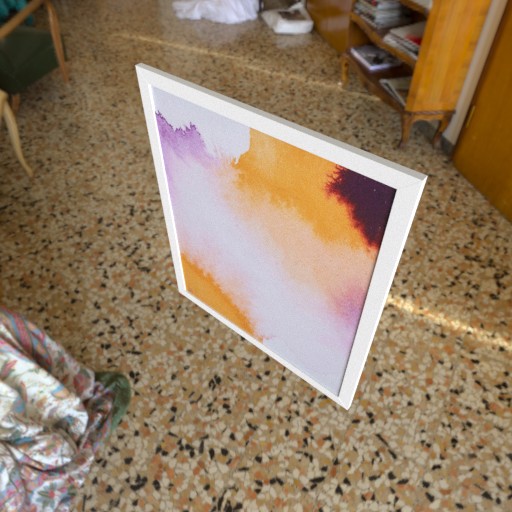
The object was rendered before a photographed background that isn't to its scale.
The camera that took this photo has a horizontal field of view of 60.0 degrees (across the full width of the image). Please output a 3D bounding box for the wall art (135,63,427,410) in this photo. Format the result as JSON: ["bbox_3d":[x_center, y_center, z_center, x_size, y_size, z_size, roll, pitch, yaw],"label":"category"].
[{"bbox_3d":[0.000,0.000,0.793,0.482,0.557,0.012,30,53,26],"label":"wall art"}]
